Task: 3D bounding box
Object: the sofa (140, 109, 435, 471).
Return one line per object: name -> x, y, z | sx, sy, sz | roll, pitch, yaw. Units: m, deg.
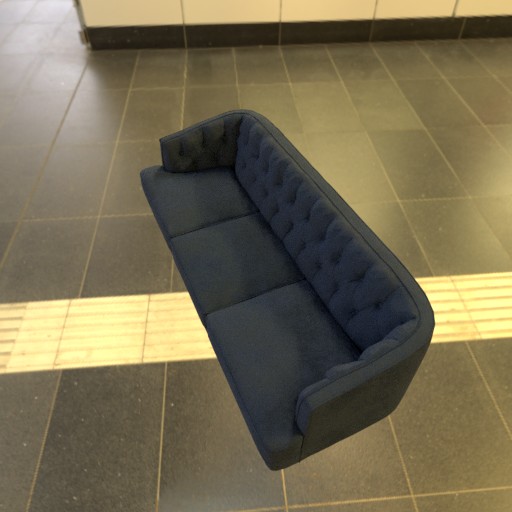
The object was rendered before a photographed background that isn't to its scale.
sofa -> 0.000, 0.000, 2.753 | 0.941, 0.855, 2.278 | -18, 49, -16
